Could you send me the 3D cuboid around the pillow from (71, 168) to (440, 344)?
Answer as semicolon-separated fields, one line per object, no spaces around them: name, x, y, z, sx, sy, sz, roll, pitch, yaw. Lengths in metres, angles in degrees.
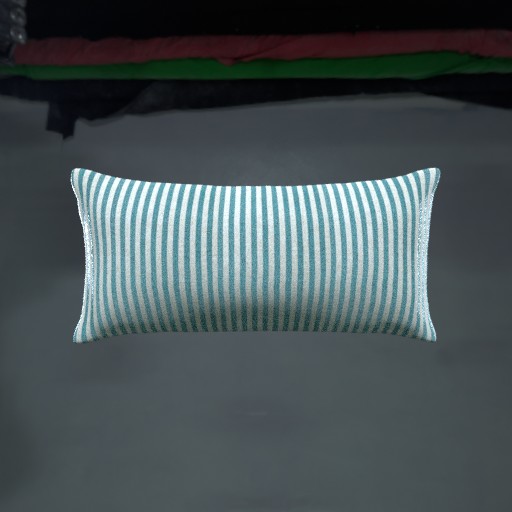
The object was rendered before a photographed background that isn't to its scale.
pillow;0.000;0.000;0.744;0.617;0.295;0.151;0;1;0
